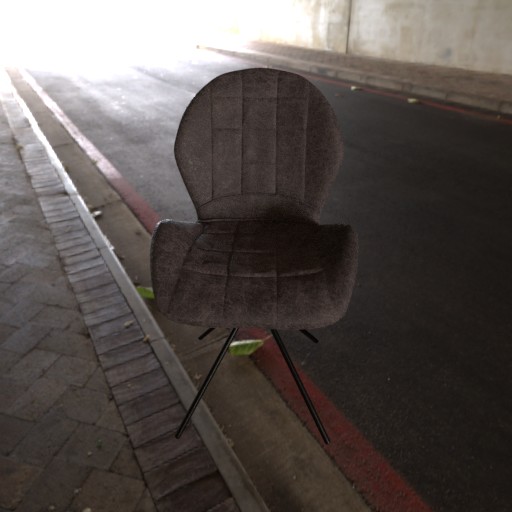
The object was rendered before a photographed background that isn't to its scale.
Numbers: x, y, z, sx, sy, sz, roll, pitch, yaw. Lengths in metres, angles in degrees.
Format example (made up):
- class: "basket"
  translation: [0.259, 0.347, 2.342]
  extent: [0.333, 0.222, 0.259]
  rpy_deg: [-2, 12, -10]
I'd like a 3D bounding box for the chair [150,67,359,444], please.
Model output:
- class: "chair"
  translation: [0.000, 0.000, 1.275]
  extent: [0.527, 0.934, 0.640]
  rpy_deg: [1, 30, 2]
